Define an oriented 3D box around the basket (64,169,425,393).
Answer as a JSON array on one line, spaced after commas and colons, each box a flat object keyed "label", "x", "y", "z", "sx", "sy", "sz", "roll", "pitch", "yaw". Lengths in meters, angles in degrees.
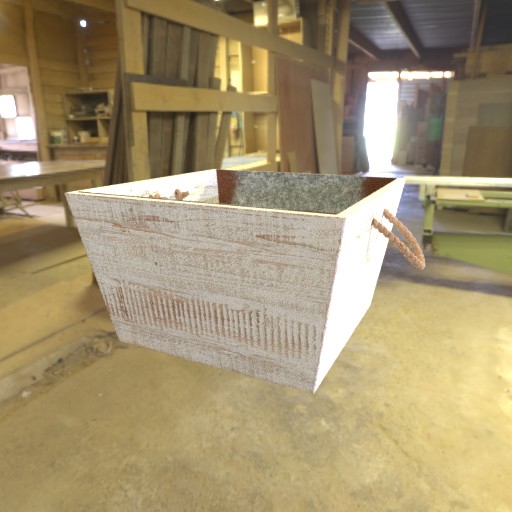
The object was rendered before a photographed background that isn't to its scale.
[{"label": "basket", "x": 0.000, "y": 0.000, "z": 0.763, "sx": 0.545, "sy": 0.247, "sz": 0.413, "roll": 8, "pitch": 18, "yaw": 25}]
